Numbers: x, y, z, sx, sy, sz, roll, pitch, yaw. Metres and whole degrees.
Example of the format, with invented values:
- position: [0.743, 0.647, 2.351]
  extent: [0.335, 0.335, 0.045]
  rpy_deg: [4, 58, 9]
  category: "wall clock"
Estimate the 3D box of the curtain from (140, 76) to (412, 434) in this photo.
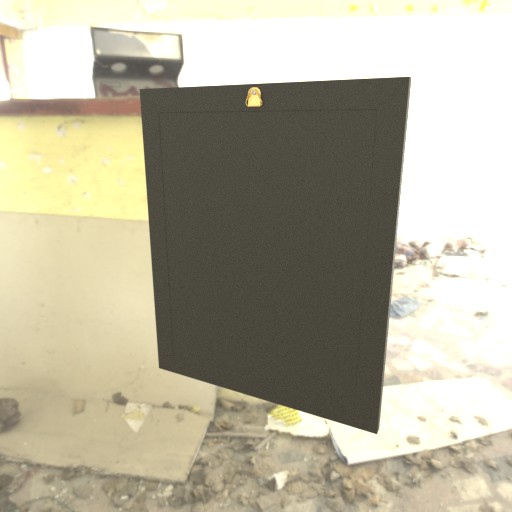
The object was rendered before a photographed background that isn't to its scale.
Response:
- position: [0.000, 0.000, 0.805]
  extent: [0.483, 0.585, 0.027]
  rpy_deg: [8, 18, 26]
  category: "curtain"
